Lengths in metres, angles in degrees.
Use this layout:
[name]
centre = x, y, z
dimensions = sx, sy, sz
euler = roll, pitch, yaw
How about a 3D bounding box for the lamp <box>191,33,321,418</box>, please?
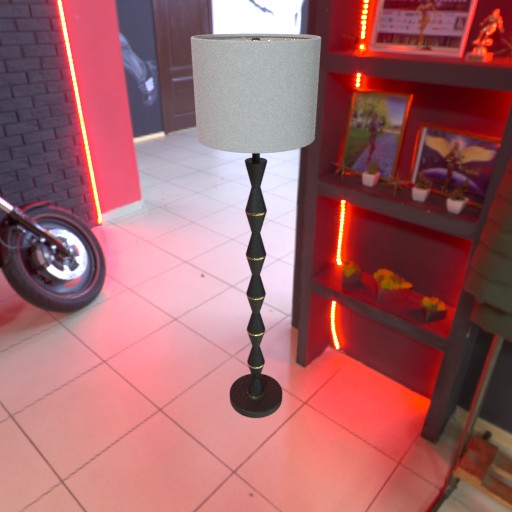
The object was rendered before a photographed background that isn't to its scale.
[lamp]
centre = 0.000, 0.000, 1.666
dimensions = 0.381, 1.480, 0.381
euler = -8, 30, -14
